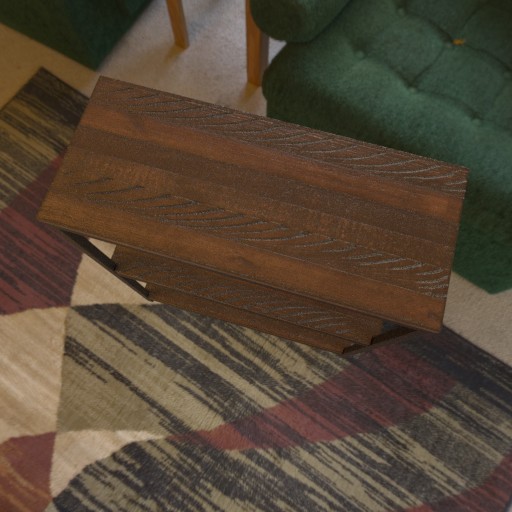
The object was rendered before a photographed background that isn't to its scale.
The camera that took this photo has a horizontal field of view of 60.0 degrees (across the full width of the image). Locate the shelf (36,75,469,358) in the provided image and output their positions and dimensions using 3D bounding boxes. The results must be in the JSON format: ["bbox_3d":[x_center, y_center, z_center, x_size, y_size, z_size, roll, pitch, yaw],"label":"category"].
[{"bbox_3d":[0.000,0.000,1.363,0.822,0.947,0.352,16,75,4],"label":"shelf"}]
